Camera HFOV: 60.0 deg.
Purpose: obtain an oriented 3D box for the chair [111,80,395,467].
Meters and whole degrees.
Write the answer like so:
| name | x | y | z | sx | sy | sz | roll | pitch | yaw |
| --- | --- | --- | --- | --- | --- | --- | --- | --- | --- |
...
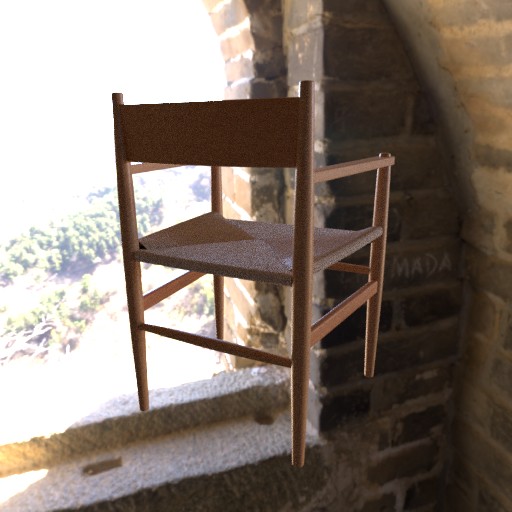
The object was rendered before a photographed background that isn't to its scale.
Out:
| name | x | y | z | sx | sy | sz | roll | pitch | yaw |
| --- | --- | --- | --- | --- | --- | --- | --- | --- | --- |
| chair | 0.000 | 0.000 | 1.118 | 0.556 | 0.762 | 0.495 | 8 | 17 | 27 |
